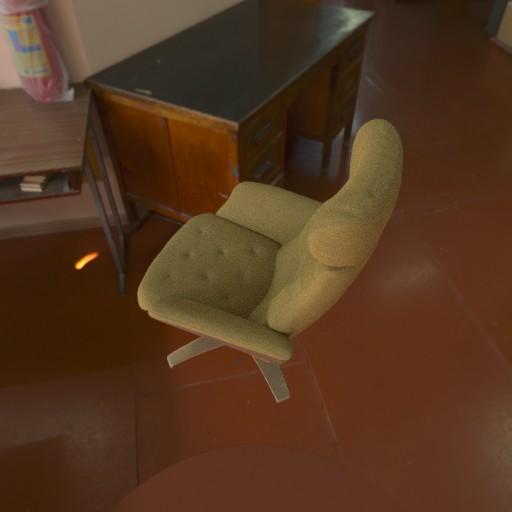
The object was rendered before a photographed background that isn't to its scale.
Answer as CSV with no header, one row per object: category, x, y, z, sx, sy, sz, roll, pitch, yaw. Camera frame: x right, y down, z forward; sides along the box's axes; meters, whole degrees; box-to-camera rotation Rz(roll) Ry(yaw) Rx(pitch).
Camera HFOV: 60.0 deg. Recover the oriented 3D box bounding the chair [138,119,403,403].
chair,0.000,0.000,1.602,0.837,0.995,0.785,16,47,15
